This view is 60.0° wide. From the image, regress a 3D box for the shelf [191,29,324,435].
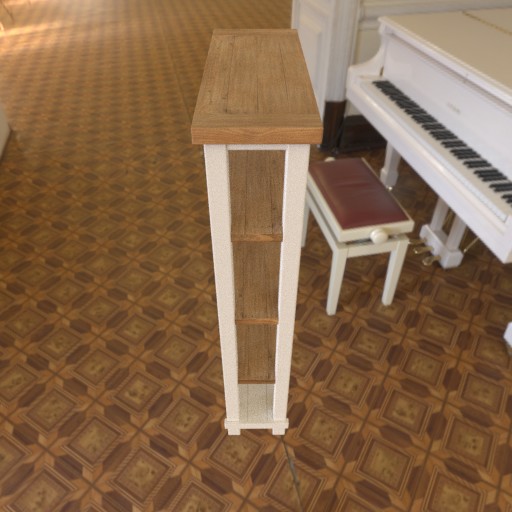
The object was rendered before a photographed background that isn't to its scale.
[{"bbox_3d":[0.000,0.000,2.271,0.381,1.878,1.022,0,41,0],"label":"shelf"}]
